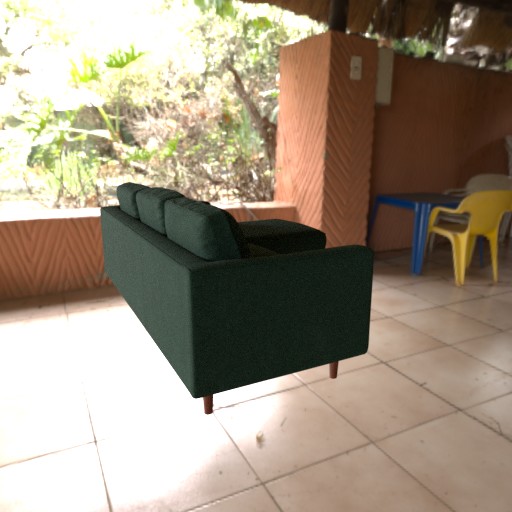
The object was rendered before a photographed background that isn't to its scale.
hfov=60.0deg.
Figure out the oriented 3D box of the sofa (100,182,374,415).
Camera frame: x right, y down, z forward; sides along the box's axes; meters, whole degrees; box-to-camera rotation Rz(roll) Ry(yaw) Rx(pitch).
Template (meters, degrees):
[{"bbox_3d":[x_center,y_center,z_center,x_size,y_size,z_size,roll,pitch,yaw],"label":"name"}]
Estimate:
[{"bbox_3d":[0.000,0.000,2.832,1.580,0.899,2.030,-7,15,-27],"label":"sofa"}]
